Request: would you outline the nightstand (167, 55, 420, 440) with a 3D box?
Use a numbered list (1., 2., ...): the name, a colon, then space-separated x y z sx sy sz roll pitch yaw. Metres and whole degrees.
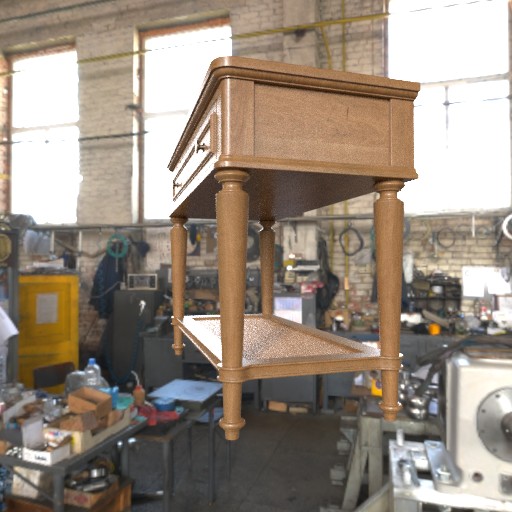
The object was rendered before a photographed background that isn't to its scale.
1. nightstand: 0.000 0.000 1.281 0.432 0.700 0.914 0 -1 -17
